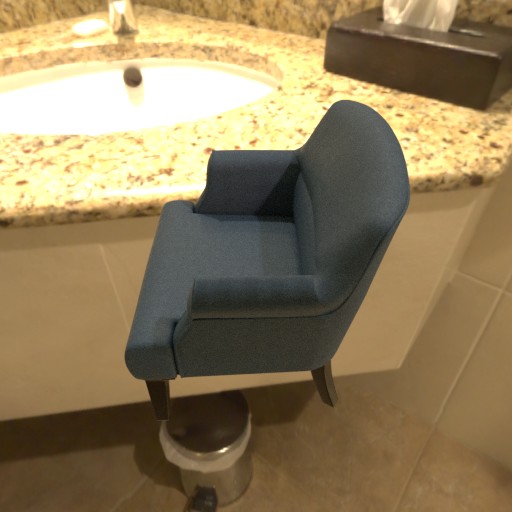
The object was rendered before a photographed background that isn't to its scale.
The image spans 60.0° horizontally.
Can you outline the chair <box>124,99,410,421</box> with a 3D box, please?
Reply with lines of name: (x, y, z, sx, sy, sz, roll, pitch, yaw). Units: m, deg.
chair: (0.000, 0.000, 1.460, 0.754, 0.878, 0.770, 0, 41, 0)
